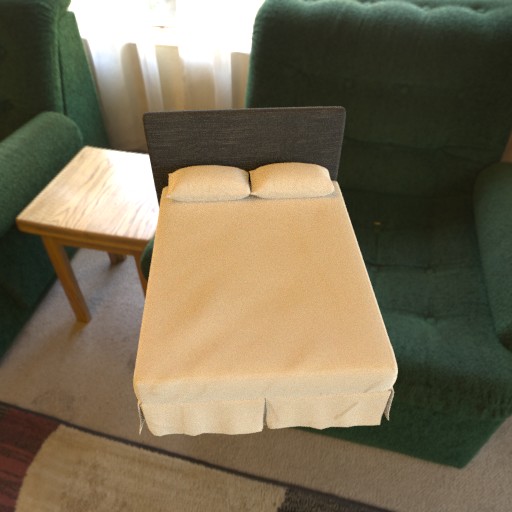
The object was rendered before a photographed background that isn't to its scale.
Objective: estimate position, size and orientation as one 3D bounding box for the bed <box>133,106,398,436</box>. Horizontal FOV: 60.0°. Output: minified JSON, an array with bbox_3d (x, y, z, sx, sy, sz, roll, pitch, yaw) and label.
[{"bbox_3d":[0.000,0.000,3.313,1.723,1.330,2.142,-2,45,-2],"label":"bed"}]
